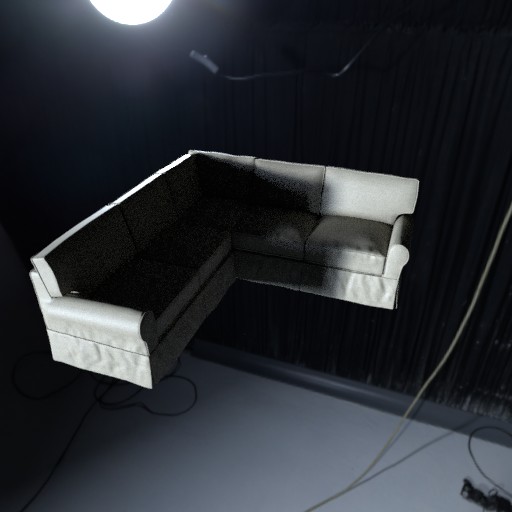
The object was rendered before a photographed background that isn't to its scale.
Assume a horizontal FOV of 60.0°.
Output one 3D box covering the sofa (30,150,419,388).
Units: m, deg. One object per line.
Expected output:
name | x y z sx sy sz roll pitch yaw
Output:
sofa | 0.000 0.000 4.015 2.623 1.081 2.618 10 32 17
